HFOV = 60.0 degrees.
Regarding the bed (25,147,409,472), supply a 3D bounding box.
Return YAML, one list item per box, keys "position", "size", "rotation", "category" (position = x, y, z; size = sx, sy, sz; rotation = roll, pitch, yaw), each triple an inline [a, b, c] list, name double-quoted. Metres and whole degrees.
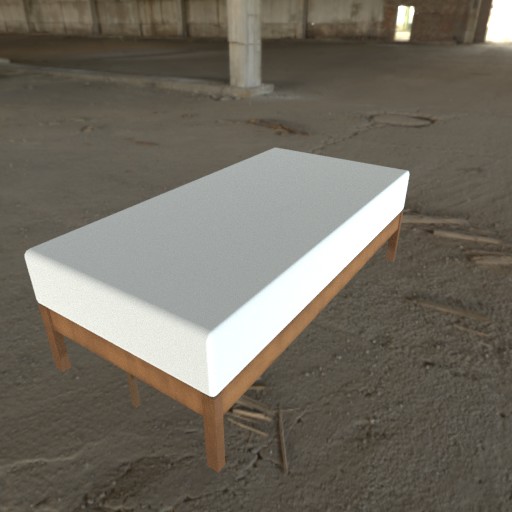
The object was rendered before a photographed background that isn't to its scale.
- position: [0.000, 0.000, 2.354]
  size: [0.961, 0.616, 1.902]
  rotation: [18, 33, 30]
  category: "bed"
